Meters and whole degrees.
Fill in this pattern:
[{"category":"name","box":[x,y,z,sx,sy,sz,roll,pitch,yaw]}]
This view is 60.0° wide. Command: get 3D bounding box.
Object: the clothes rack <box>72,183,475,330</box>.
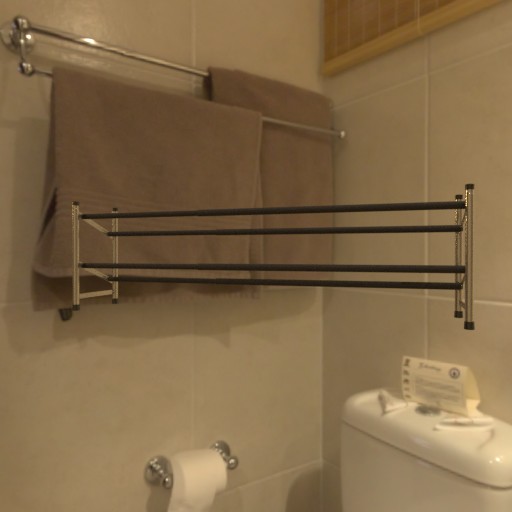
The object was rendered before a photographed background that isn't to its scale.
[{"category":"clothes rack","box":[0.000,0.000,1.338,1.168,0.349,0.229,0,0,18]}]
